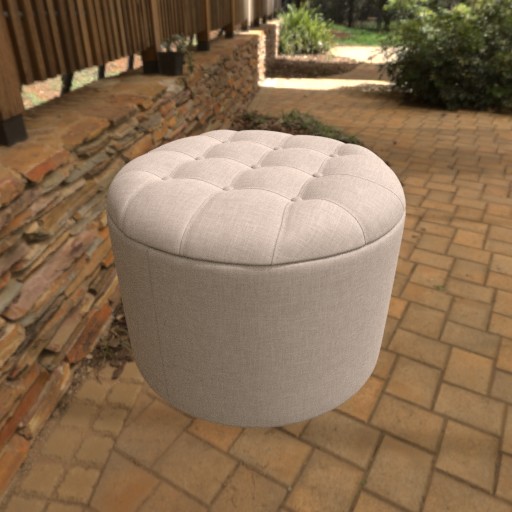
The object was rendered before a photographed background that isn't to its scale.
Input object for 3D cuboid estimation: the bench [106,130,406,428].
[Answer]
[{"bbox_3d":[0.000,0.000,0.996,0.600,0.453,0.600,0,31,0],"label":"bench"}]
